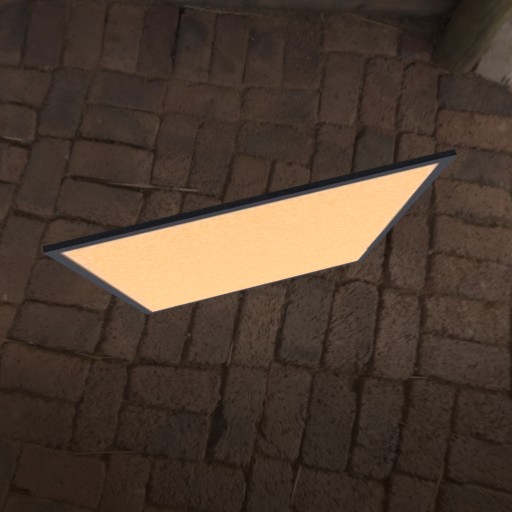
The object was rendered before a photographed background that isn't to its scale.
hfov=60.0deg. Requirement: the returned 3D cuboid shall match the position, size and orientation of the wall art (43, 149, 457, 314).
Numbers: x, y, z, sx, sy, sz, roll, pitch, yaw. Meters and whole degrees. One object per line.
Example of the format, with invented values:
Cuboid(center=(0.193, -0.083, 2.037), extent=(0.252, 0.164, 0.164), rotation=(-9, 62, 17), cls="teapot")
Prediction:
Cuboid(center=(0.000, 0.000, 1.254), extent=(0.823, 0.823, 0.013), rotation=(-14, 75, -4), cls="wall art")
